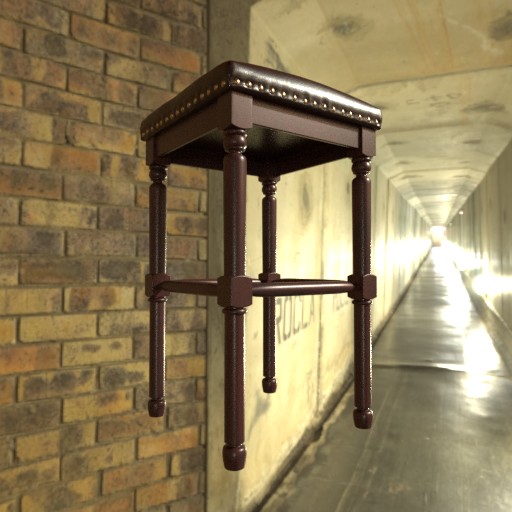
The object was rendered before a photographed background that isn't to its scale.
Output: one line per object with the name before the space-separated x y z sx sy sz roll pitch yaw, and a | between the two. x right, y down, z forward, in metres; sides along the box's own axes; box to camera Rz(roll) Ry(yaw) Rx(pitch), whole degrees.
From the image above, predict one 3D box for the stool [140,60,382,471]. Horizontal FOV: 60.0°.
stool | 0.000 0.000 0.955 0.383 0.702 0.382 1 -2 -36
